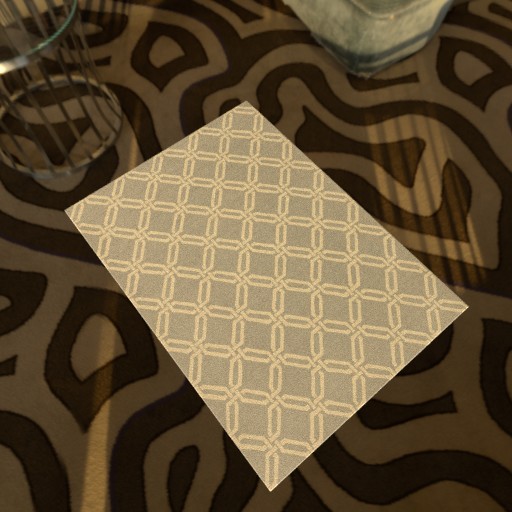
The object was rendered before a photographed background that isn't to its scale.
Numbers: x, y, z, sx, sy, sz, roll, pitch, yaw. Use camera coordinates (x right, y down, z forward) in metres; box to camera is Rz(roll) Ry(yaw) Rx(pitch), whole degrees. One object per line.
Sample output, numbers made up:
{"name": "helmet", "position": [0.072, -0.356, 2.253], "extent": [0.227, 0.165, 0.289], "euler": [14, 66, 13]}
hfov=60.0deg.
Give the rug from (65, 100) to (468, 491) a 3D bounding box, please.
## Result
{"name": "rug", "position": [0.000, 0.000, 4.410], "extent": [2.438, 0.013, 3.353], "euler": [-36, 69, -16]}
